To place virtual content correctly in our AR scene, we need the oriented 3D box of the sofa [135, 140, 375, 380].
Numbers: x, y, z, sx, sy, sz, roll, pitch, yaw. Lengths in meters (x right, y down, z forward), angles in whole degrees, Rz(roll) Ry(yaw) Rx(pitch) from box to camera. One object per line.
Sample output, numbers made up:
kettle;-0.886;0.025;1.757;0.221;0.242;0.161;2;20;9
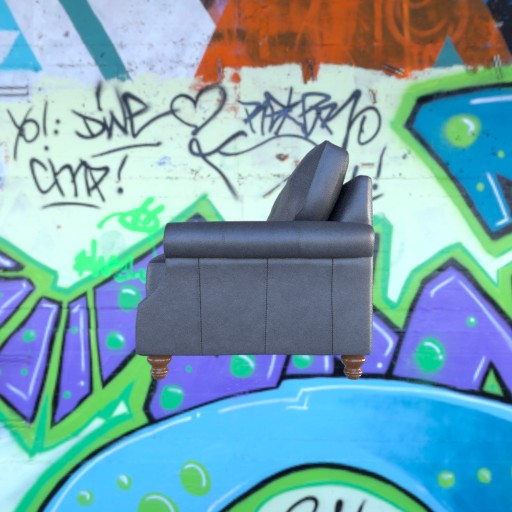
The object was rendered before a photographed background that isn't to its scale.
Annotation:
sofa;0.000;0.000;2.852;0.974;0.977;2.387;0;1;0
